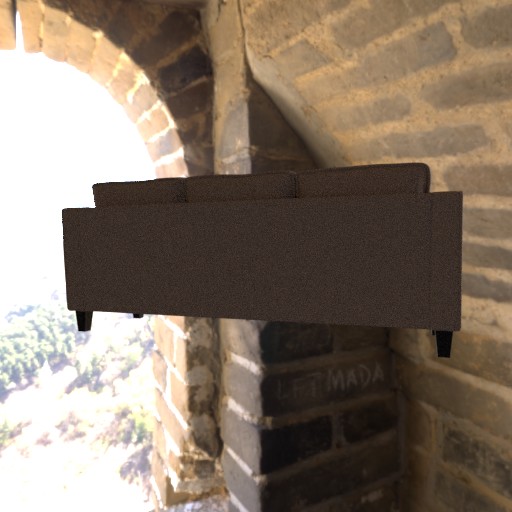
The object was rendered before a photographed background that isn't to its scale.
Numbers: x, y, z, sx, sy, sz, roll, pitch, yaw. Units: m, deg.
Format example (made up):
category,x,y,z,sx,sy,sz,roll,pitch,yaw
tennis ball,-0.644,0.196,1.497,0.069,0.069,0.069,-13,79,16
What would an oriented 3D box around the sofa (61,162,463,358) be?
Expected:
category,x,y,z,sx,sy,sz,roll,pitch,yaw
sofa,0.000,0.000,2.595,2.131,0.902,0.791,0,0,19
